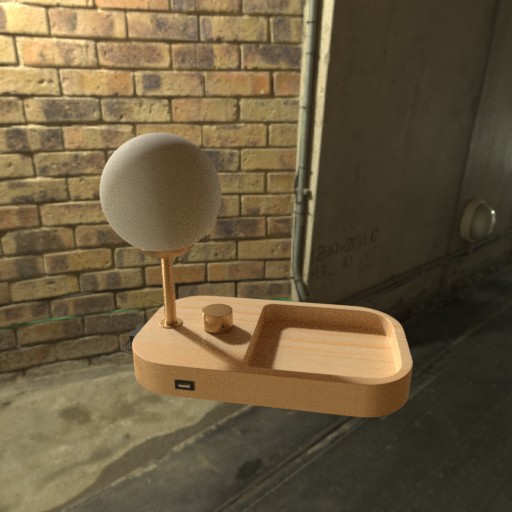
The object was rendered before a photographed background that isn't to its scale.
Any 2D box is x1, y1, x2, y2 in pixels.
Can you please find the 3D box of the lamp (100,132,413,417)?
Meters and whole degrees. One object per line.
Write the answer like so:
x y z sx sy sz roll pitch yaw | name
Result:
0.000 0.000 0.474 0.331 0.253 0.173 3 19 10 | lamp
